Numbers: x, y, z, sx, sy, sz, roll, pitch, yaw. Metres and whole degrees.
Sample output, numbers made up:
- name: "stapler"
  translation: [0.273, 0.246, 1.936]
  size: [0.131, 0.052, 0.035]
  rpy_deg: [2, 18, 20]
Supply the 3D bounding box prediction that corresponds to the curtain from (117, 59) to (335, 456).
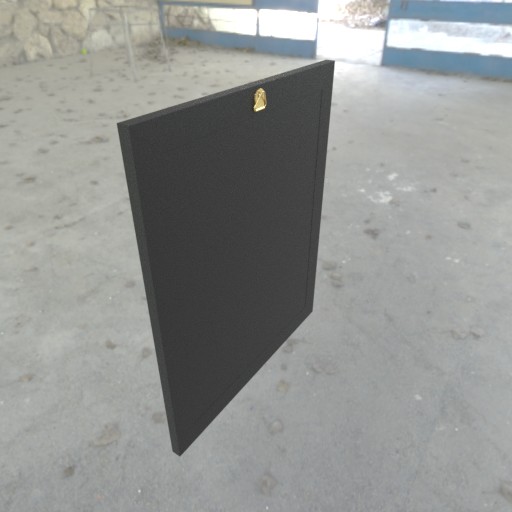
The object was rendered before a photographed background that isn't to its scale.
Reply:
- name: "curtain"
  translation: [0.000, 0.000, 0.793]
  size: [0.027, 0.585, 0.483]
  rpy_deg: [21, 38, 29]
